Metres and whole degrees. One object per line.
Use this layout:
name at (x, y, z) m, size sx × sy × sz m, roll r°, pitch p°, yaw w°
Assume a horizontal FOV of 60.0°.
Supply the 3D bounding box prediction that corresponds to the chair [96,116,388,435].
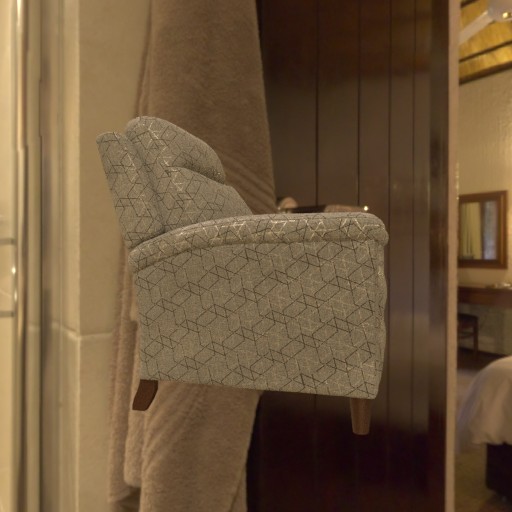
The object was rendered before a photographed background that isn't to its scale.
chair at (0.000, 0.000, 1.740) m, size 0.987 × 1.048 × 0.753 m, roll 0°, pitch 0°, yaw 18°
